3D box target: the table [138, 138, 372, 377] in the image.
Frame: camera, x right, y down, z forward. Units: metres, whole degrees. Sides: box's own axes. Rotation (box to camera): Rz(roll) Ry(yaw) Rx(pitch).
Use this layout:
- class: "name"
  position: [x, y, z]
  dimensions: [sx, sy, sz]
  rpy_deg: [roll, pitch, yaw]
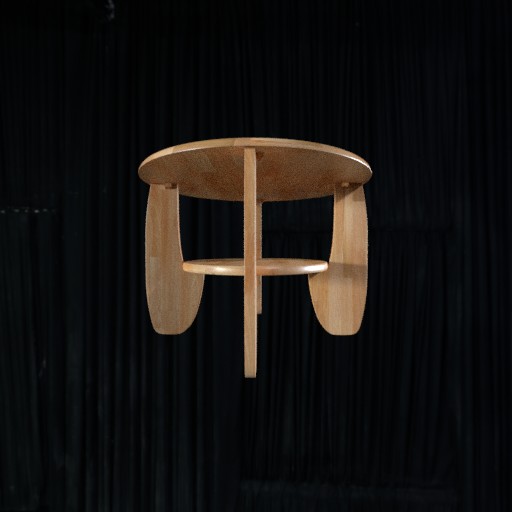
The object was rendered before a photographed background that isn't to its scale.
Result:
- class: "table"
  position: [0.000, 0.000, 1.388]
  dimensions: [0.690, 0.490, 1.040]
  rpy_deg: [0, 1, 1]
